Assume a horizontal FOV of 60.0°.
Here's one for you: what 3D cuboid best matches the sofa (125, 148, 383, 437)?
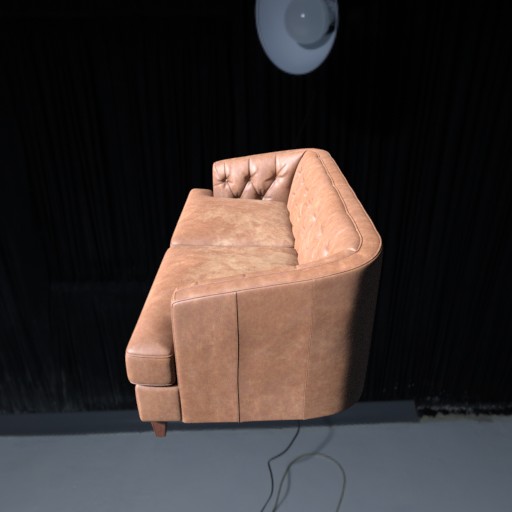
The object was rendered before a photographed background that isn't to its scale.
[{"bbox_3d":[0.000,0.000,2.306,0.914,0.786,1.755,0,27,0],"label":"sofa"}]
